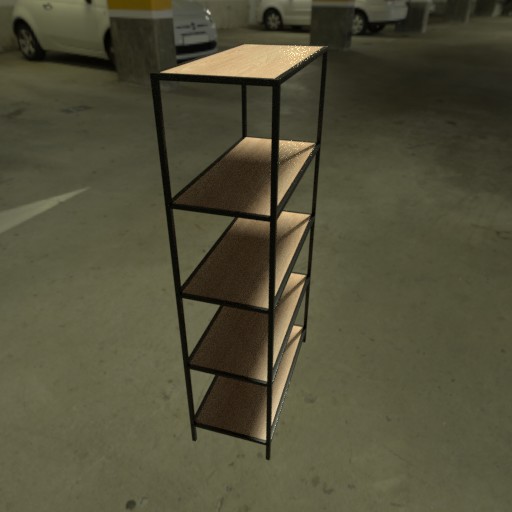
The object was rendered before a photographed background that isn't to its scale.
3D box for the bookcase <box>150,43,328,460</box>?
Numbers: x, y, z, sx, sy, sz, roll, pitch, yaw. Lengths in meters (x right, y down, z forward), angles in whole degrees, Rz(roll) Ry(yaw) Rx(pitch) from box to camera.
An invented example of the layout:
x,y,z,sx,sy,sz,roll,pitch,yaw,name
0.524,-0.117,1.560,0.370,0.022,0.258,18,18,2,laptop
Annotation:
x,y,z,sx,sy,sz,roll,pitch,yaw,name
0.000,0.000,1.819,0.350,1.500,0.770,9,32,14,bookcase
